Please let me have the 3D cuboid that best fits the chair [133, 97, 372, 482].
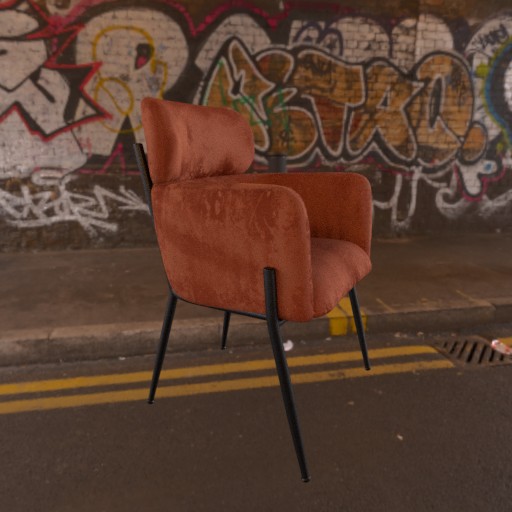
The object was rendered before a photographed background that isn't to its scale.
[{"bbox_3d":[0.000,0.000,1.143,0.523,0.772,0.561,7,15,26],"label":"chair"}]
